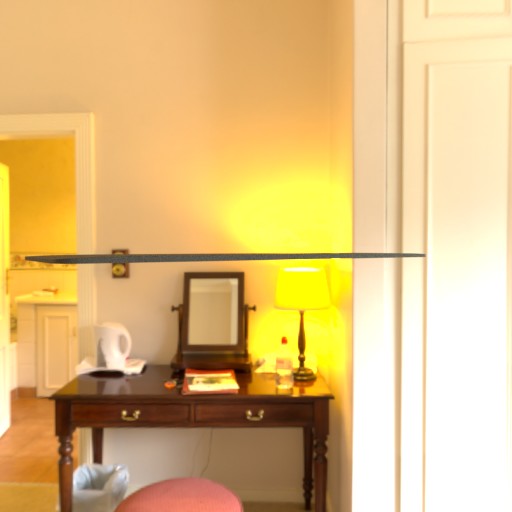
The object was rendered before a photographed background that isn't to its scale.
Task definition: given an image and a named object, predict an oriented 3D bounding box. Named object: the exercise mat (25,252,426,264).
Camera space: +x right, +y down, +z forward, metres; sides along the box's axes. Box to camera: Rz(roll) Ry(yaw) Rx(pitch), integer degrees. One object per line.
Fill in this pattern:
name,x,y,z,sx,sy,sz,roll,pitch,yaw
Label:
exercise mat,0.000,0.000,2.069,1.869,0.021,0.616,-1,1,-36
